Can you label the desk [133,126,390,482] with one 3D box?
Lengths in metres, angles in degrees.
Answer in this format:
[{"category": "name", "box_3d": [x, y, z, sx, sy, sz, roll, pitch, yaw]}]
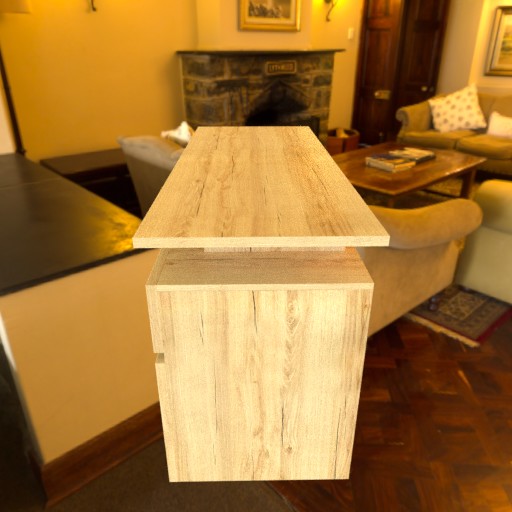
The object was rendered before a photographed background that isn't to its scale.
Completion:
[{"category": "desk", "box_3d": [0.000, 0.000, 1.741, 0.550, 0.760, 1.400, 0, 26, -1]}]
